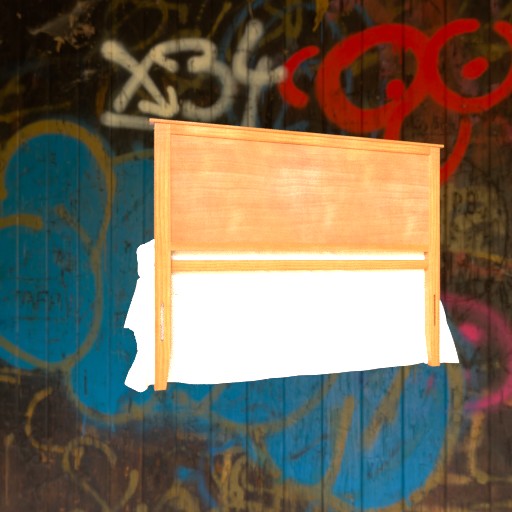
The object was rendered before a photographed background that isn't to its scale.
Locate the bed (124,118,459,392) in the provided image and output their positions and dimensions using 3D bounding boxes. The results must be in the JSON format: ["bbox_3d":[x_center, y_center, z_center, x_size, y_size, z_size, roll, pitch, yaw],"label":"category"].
[{"bbox_3d":[0.000,0.000,3.253,1.870,1.273,2.035,0,0,-17],"label":"bed"}]
